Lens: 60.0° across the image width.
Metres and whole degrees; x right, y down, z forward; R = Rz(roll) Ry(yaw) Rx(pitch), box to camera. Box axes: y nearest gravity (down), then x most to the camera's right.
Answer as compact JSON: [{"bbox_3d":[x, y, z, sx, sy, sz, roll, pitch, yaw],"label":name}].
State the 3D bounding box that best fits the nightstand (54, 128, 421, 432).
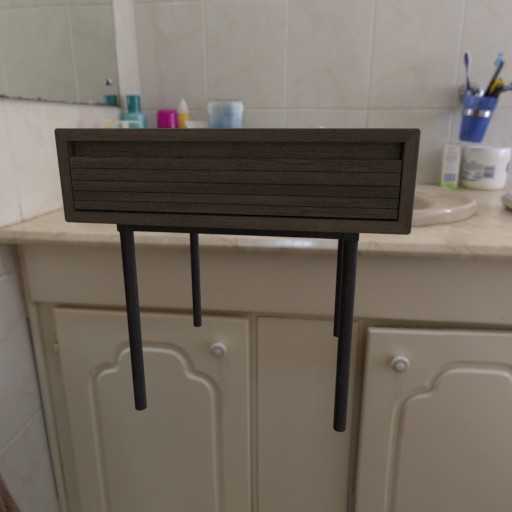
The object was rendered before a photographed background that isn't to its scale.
[{"bbox_3d":[0.000,0.000,0.897,0.502,0.497,0.503,3,16,9],"label":"nightstand"}]
